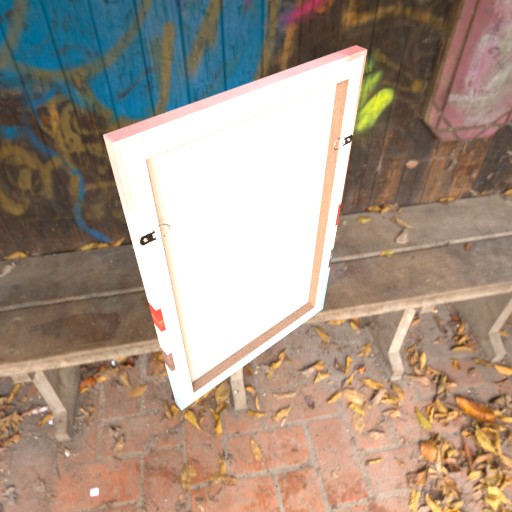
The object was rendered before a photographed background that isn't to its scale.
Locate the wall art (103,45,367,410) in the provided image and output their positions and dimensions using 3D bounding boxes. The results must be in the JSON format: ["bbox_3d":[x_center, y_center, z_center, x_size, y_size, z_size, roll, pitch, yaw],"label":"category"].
[{"bbox_3d":[0.000,0.000,1.165,0.610,0.914,0.038,-30,52,-27],"label":"wall art"}]
